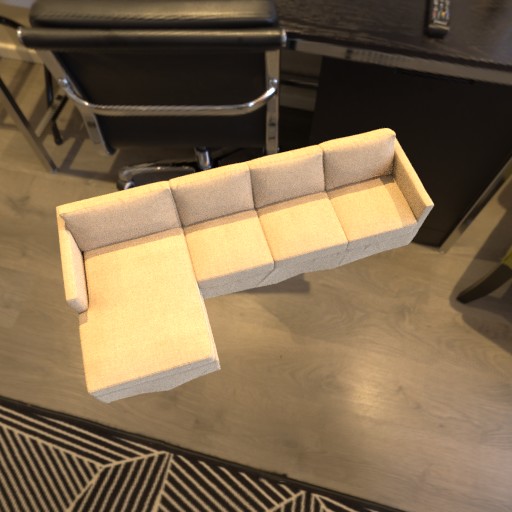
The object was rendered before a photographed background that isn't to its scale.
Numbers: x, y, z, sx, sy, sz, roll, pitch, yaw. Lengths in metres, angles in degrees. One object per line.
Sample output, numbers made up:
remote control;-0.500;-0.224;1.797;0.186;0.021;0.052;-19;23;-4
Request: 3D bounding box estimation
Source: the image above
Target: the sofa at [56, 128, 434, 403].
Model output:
sofa;0.000;0.000;3.934;3.205;0.922;1.650;-15;64;-8
